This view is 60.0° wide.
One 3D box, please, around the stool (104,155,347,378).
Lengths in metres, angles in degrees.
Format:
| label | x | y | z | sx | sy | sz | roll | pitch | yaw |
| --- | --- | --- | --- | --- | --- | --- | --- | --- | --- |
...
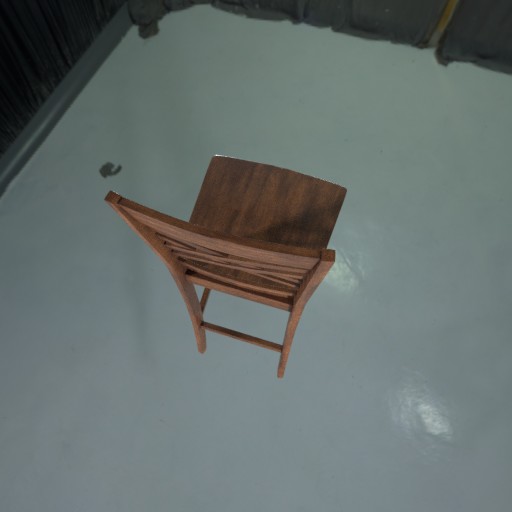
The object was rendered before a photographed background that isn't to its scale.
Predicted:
| label | x | y | z | sx | sy | sz | roll | pitch | yaw |
| --- | --- | --- | --- | --- | --- | --- | --- | --- | --- |
| stool | 0.000 | 0.000 | 1.359 | 0.426 | 1.098 | 0.504 | 16 | 64 | 8 |
